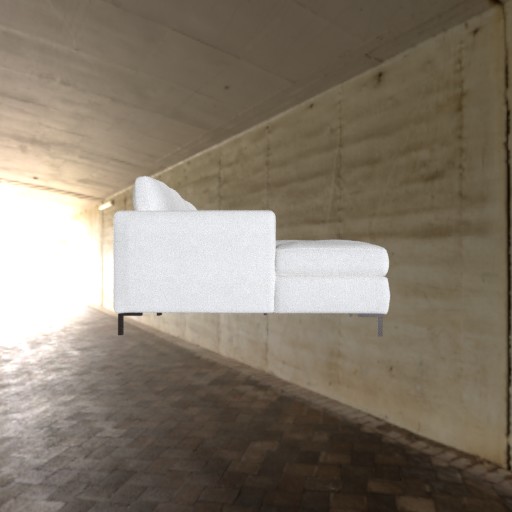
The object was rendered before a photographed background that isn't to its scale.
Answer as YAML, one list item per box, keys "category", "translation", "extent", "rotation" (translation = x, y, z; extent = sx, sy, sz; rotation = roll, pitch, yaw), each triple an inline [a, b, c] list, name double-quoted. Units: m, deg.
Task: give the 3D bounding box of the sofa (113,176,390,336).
- category: "sofa"
  translation: [0.000, 0.000, 3.880]
  extent: [1.467, 0.875, 3.186]
  rotation: [0, -1, 1]
